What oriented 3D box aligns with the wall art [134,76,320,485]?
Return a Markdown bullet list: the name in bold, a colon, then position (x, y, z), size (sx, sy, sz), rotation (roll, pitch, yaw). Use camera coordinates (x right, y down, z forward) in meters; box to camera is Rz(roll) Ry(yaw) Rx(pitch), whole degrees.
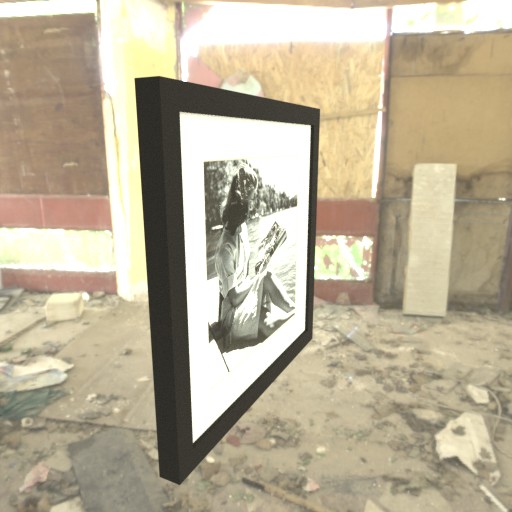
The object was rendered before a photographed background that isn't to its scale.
- **wall art**: position (0.000, 0.000, 0.680), size (0.030, 0.458, 0.462), rotation (7, 16, 26)
